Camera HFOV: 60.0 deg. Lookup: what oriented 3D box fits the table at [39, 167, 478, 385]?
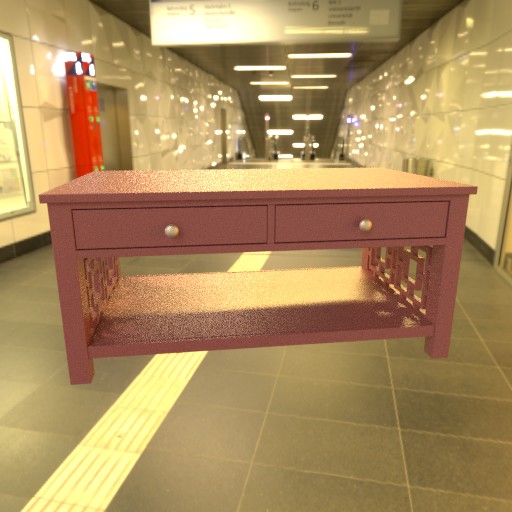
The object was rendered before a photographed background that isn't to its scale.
[{"bbox_3d":[0.000,0.000,1.412,1.068,0.493,0.612,-2,16,-8],"label":"table"}]
